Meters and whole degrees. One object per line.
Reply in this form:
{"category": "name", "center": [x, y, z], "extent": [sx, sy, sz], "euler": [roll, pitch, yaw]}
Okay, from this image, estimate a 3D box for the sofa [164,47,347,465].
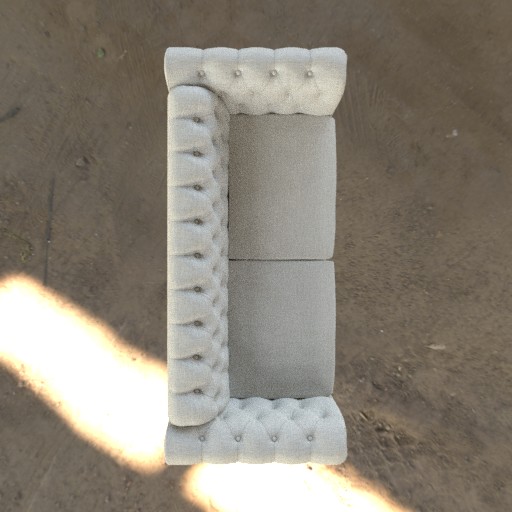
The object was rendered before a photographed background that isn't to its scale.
{"category": "sofa", "center": [0.000, 0.000, 2.221], "extent": [0.783, 0.797, 1.798], "euler": [0, 90, 0]}
